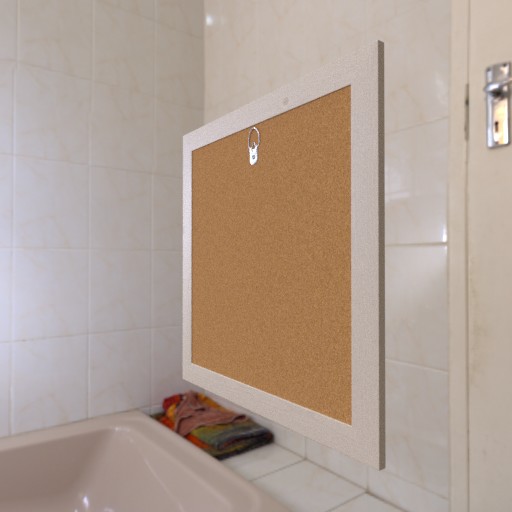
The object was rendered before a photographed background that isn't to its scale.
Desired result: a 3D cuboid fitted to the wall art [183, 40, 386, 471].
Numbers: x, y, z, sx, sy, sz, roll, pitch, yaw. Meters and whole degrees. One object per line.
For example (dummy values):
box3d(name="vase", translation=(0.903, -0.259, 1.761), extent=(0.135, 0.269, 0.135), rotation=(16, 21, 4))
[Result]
box3d(name="wall art", translation=(0.000, 0.000, 0.827), extent=(0.015, 0.577, 0.572), rotation=(0, -1, -36))
